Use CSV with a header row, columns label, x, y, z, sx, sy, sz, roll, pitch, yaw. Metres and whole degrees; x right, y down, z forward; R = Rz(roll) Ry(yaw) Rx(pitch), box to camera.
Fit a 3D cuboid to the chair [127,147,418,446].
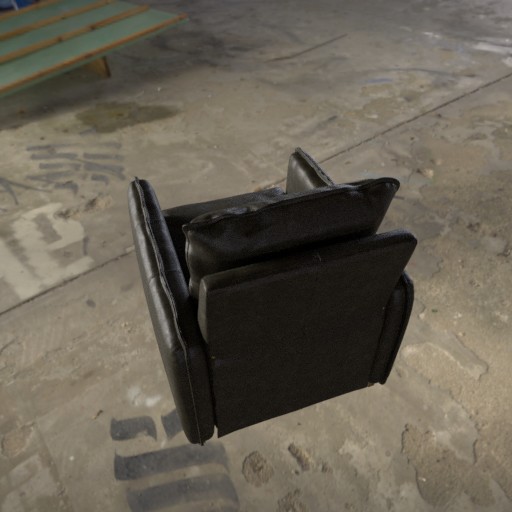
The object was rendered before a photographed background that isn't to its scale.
label,x,y,z,sx,sy,sz,roll,pitch,yaw
chair,0.000,0.000,1.623,0.830,0.921,0.921,-13,43,-15
